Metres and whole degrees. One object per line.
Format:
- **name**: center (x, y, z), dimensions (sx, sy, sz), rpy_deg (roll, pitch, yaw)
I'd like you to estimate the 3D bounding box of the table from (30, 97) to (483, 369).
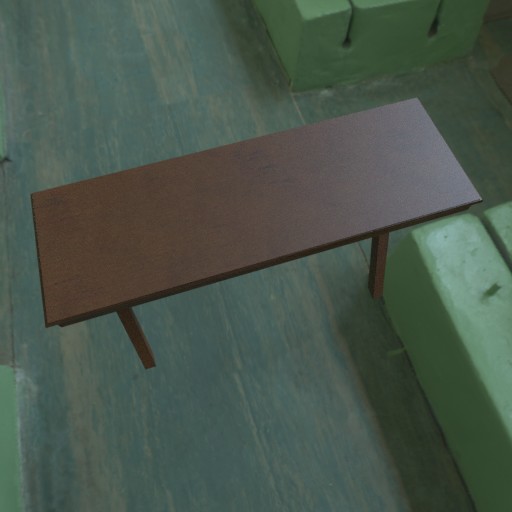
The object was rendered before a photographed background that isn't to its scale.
- **table**: center (0.000, 0.000, 1.569), dimensions (1.197, 0.763, 0.399), rpy_deg (-16, 65, -8)
